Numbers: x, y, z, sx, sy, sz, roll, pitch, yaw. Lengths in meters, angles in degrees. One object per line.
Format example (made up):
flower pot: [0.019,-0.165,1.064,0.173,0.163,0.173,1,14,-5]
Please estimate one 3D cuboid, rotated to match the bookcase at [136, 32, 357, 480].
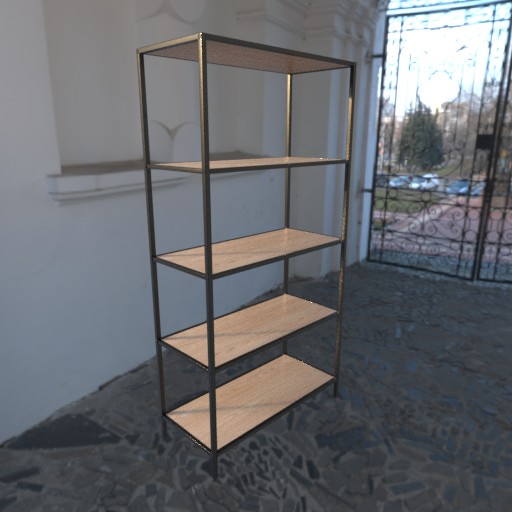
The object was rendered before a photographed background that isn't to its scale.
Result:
bookcase: [0.000,0.000,1.803,0.770,1.500,0.350,-15,21,-43]
